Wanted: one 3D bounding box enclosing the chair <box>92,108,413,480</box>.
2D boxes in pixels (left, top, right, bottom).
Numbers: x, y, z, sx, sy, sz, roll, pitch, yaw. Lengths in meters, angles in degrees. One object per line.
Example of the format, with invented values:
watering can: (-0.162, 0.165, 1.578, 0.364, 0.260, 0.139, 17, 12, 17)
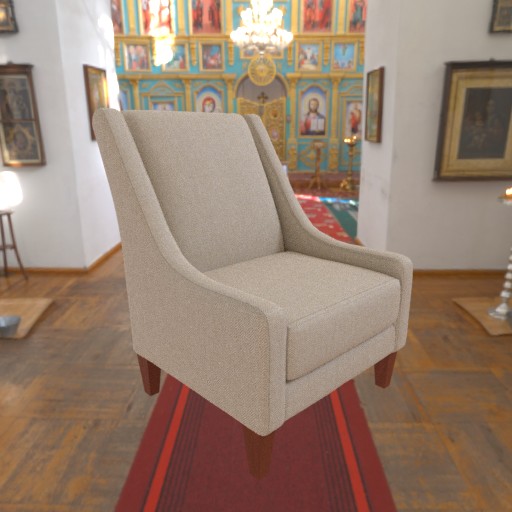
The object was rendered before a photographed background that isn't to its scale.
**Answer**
chair: (0.000, 0.000, 1.592, 0.774, 1.014, 0.870, -14, 21, -42)
